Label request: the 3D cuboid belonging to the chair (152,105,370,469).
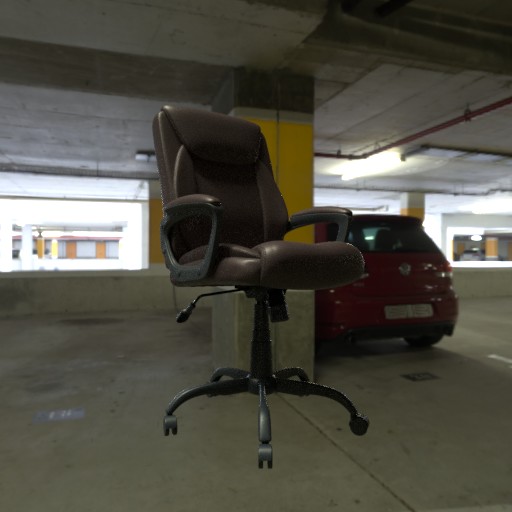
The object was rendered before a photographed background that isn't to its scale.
[{"bbox_3d":[0.000,0.000,1.457,0.615,1.072,0.655,0,0,-36],"label":"chair"}]
